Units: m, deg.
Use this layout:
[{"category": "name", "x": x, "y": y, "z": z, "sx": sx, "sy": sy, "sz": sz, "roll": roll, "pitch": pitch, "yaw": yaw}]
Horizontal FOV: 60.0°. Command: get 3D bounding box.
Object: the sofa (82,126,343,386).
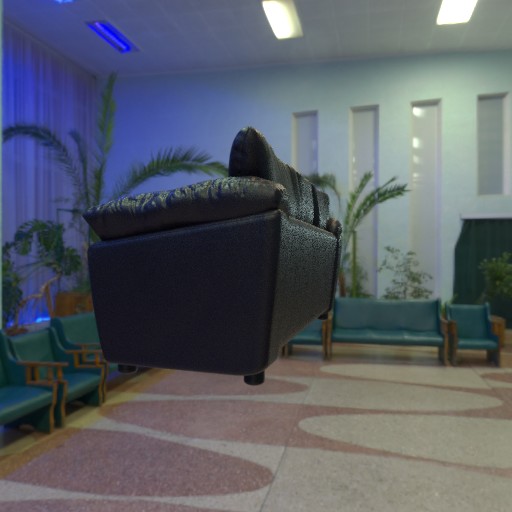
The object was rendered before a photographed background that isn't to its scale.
[{"category": "sofa", "x": 0.000, "y": 0.000, "z": 2.862, "sx": 0.880, "sy": 1.073, "sz": 2.336, "roll": 0, "pitch": 0, "yaw": 17}]
